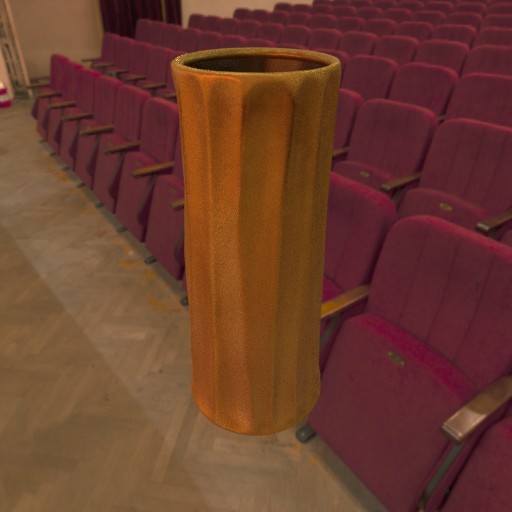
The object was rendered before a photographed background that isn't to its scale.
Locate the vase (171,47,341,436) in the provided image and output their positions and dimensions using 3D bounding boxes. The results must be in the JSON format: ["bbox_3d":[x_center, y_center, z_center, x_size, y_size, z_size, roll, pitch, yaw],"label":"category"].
[{"bbox_3d":[0.000,0.000,0.174,0.061,0.143,0.061,0,32,0],"label":"vase"}]
